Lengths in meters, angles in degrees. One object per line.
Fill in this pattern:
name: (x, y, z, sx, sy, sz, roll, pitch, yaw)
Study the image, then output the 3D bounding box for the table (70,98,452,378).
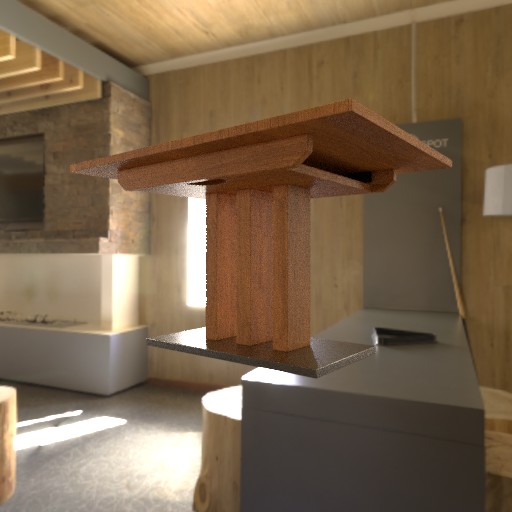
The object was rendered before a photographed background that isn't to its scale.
table: (0.000, 0.000, 1.832, 1.300, 0.770, 0.900, 0, 0, 38)
